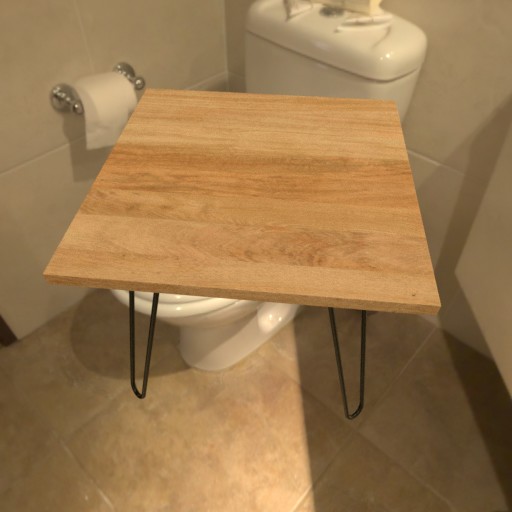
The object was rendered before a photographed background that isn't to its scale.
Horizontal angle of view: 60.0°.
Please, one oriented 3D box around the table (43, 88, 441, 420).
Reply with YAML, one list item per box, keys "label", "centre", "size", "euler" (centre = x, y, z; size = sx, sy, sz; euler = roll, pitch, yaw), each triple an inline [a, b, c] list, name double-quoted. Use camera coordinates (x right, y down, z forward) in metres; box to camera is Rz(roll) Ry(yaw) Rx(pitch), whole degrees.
- label: "table"
  centre: [0.000, 0.000, 1.044]
  size: [0.599, 0.500, 0.599]
  euler: [4, 48, 4]
